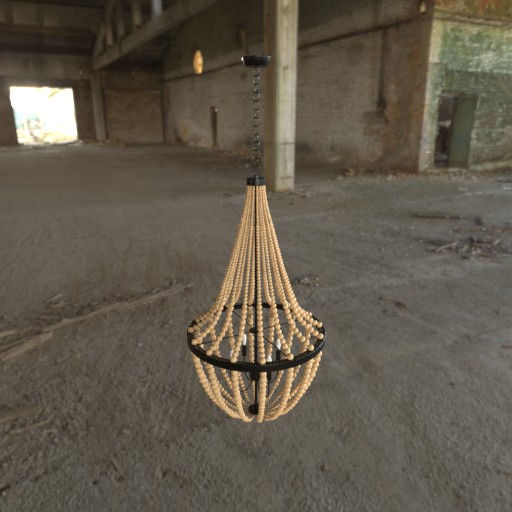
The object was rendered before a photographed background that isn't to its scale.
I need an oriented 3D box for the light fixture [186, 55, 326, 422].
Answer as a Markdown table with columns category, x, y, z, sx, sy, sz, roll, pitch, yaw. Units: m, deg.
| category | x | y | z | sx | sy | sz | roll | pitch | yaw |
| --- | --- | --- | --- | --- | --- | --- | --- | --- | --- |
| light fixture | 0.000 | 0.000 | 1.374 | 0.450 | 1.133 | 0.450 | 0 | 17 | 0 |
